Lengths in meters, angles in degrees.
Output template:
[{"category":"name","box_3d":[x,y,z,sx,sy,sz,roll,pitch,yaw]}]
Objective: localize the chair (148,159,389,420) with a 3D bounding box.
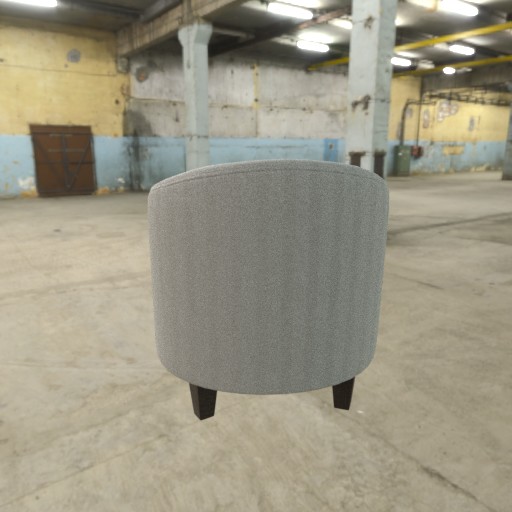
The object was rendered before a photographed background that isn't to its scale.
[{"category":"chair","box_3d":[0.000,0.000,1.743,0.756,0.757,1.288,-2,13,-7]}]
